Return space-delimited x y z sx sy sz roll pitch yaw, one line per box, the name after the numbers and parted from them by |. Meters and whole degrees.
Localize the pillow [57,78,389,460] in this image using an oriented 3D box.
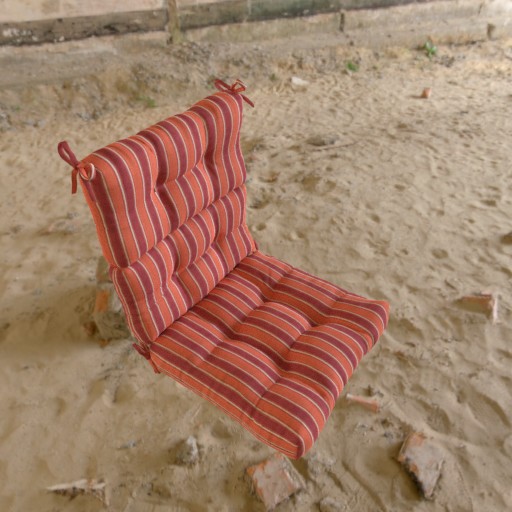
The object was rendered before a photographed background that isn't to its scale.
0.000 0.000 1.019 0.571 0.605 0.519 25 46 26 | pillow
